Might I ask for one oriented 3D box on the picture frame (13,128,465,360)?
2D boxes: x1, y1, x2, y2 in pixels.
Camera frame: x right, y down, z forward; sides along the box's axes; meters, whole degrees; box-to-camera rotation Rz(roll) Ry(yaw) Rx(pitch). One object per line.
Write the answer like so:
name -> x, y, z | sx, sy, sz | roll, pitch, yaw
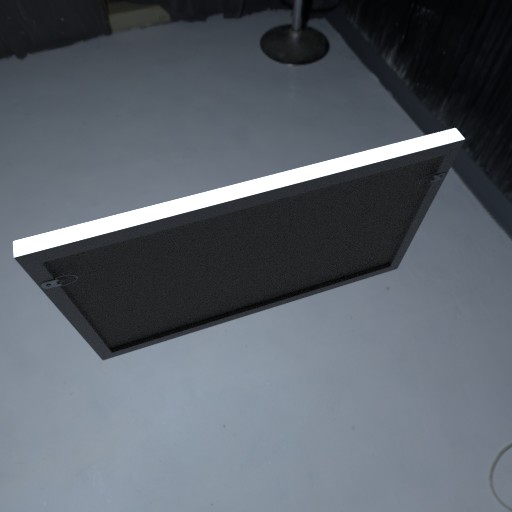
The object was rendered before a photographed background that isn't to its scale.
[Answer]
picture frame -> 0.000, 0.000, 0.773 | 0.647, 0.379, 0.044 | -16, 59, -10
